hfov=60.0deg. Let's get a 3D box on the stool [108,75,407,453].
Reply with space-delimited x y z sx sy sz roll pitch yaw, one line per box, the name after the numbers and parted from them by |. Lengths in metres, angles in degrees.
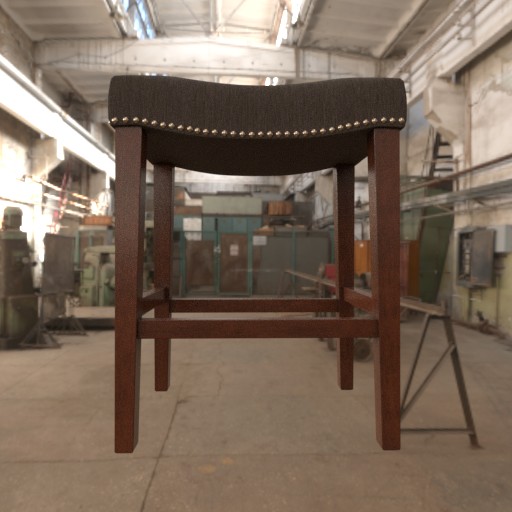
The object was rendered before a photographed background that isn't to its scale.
0.000 0.000 0.919 0.504 0.654 0.372 0 1 -1 | stool
